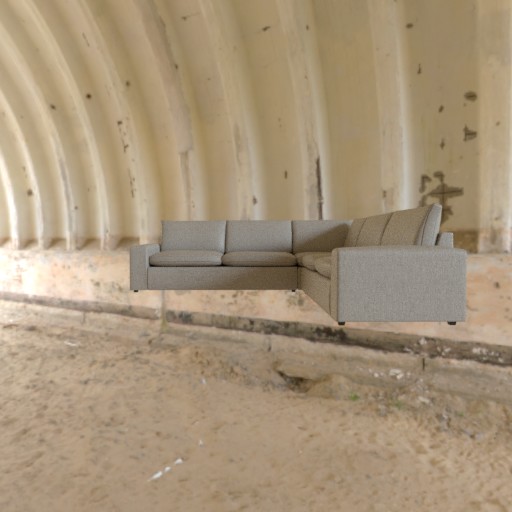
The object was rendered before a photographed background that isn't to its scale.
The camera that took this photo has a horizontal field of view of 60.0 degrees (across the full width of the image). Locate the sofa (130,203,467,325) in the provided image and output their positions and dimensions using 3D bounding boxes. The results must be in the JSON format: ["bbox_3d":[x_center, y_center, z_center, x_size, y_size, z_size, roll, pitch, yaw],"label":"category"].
[{"bbox_3d":[0.000,0.000,4.138,2.622,0.800,2.742,0,2,-1],"label":"sofa"}]
